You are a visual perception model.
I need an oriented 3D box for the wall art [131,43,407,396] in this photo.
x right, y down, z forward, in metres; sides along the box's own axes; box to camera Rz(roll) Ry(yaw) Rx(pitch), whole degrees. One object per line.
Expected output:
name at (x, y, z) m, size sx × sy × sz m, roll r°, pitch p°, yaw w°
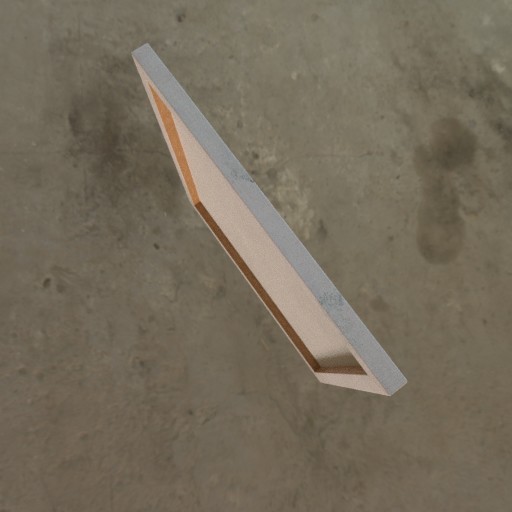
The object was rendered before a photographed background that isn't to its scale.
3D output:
wall art at (0.000, 0.000, 1.131) m, size 0.038 × 0.762 × 0.762 m, roll -35°, pitch 78°, yaw -8°
